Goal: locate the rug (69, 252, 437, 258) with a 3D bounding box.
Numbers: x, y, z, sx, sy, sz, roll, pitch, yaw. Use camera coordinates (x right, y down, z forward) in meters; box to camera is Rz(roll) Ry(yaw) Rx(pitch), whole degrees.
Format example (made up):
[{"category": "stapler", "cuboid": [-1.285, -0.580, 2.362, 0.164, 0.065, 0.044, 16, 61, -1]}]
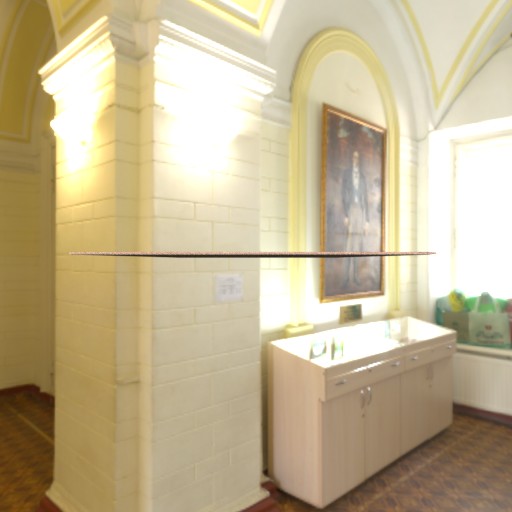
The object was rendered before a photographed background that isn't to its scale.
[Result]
[{"category": "rug", "cuboid": [0.000, 0.000, 3.048, 1.533, 0.011, 2.439, 0, -1, 1]}]
